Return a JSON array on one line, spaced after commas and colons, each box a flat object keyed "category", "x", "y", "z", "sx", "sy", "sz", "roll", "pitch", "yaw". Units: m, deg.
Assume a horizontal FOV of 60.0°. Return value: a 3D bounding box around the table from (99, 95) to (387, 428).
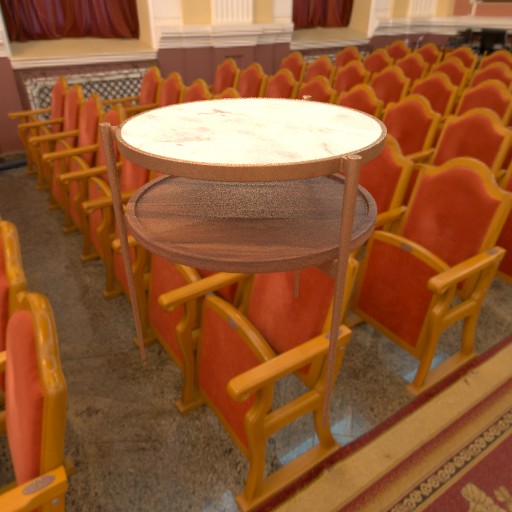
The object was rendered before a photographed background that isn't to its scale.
[{"category": "table", "x": 0.000, "y": 0.000, "z": 0.826, "sx": 0.430, "sy": 0.493, "sz": 0.456, "roll": -18, "pitch": 35, "yaw": -28}]
